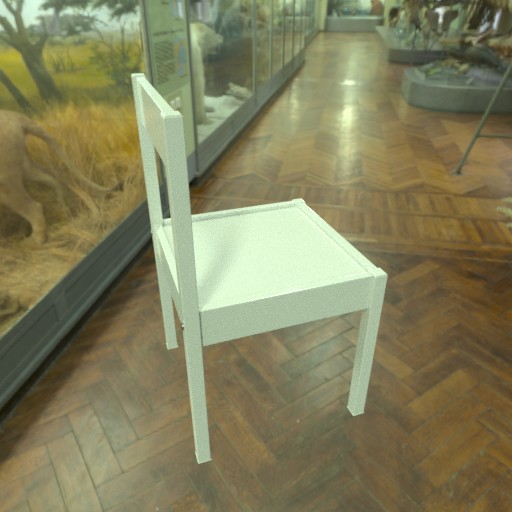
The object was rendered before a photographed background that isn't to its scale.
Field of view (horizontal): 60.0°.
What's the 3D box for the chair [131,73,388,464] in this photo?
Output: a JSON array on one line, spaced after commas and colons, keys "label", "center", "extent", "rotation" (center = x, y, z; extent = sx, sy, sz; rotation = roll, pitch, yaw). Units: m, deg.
[{"label": "chair", "center": [0.000, 0.000, 0.688], "extent": [0.285, 0.505, 0.285], "rotation": [-10, 32, -17]}]
